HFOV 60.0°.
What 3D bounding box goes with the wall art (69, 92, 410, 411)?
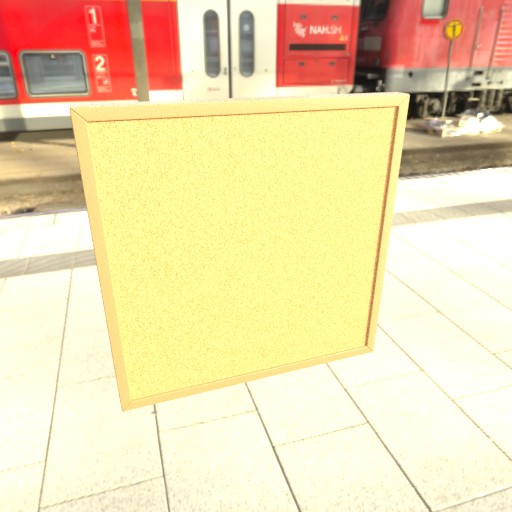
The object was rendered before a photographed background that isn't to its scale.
[{"bbox_3d":[0.000,0.000,0.757,0.509,0.509,0.036,-9,27,-17],"label":"wall art"}]
